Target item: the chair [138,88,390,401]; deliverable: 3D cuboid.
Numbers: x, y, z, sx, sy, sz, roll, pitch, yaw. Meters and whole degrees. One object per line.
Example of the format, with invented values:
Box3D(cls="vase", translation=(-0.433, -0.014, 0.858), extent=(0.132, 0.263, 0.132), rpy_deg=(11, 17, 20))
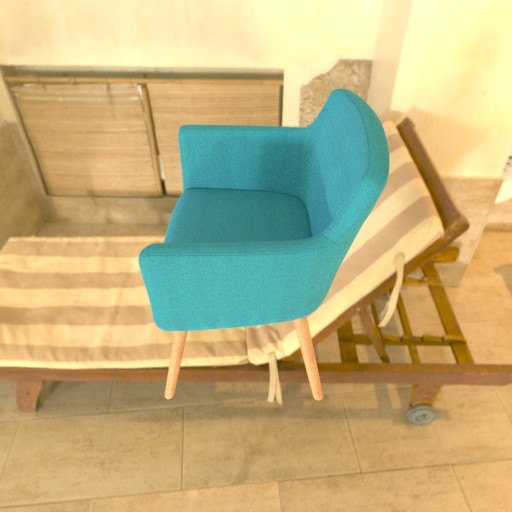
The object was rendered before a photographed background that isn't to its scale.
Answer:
Box3D(cls="chair", translation=(0.000, 0.000, 1.199), extent=(0.540, 0.780, 0.570), rpy_deg=(0, 41, 0))
